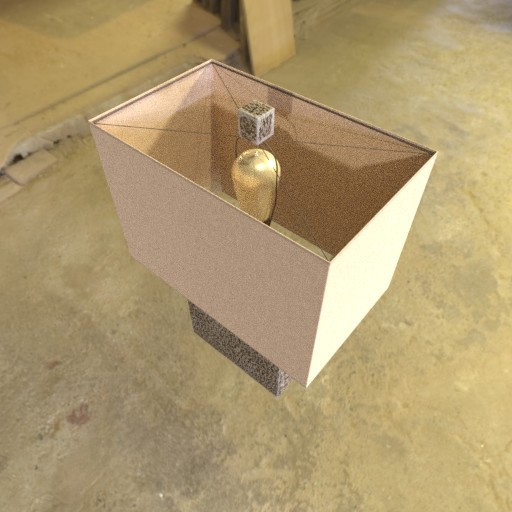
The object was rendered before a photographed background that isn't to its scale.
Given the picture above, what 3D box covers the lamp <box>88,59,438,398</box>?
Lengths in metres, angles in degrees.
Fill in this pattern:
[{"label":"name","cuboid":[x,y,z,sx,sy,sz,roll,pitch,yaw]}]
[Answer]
[{"label":"lamp","cuboid":[0.000,0.000,0.564,0.294,0.411,0.180,32,56,25]}]
